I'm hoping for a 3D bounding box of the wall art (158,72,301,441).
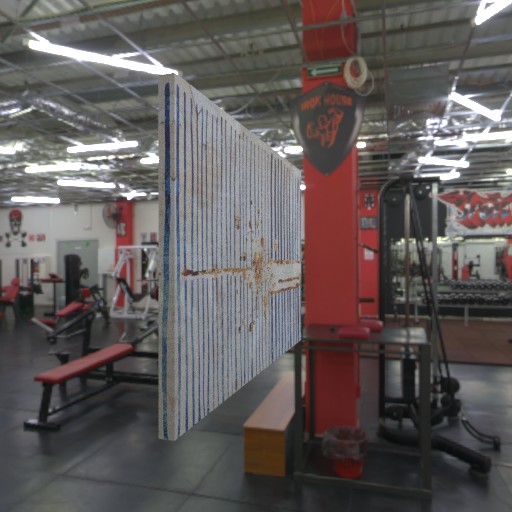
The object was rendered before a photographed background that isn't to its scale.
[{"bbox_3d":[0.000,0.000,1.455,0.038,0.757,1.143,0,0,19],"label":"wall art"}]
